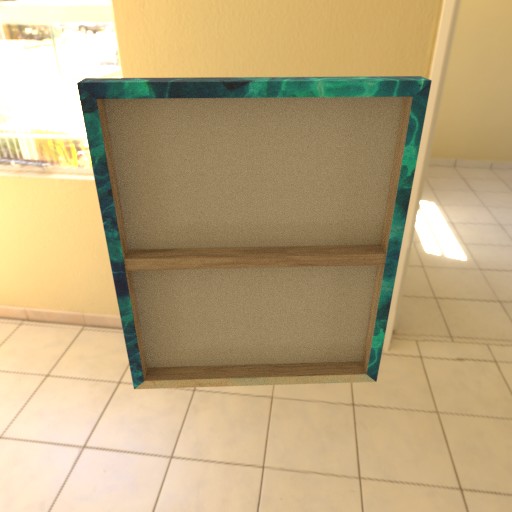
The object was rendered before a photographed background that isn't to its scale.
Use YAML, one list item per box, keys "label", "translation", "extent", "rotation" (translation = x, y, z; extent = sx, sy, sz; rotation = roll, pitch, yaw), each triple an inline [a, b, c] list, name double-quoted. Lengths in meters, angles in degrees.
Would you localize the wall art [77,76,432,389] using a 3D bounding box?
- label: "wall art"
  translation: [0.000, 0.000, 0.679]
  extent: [0.432, 0.508, 0.038]
  rotation: [-1, 29, -2]
